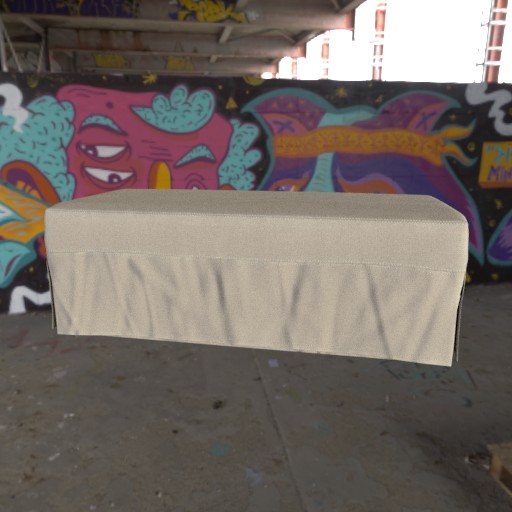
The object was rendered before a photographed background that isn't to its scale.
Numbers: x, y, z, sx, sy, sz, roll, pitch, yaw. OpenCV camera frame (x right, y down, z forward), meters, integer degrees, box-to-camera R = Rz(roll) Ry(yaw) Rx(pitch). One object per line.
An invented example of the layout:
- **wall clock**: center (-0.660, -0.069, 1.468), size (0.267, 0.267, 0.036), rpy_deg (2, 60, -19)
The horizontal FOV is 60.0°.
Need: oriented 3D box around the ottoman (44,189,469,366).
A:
- **ottoman**: center (0.000, 0.000, 1.699), size (1.388, 0.457, 0.665), rpy_deg (3, 15, 10)
